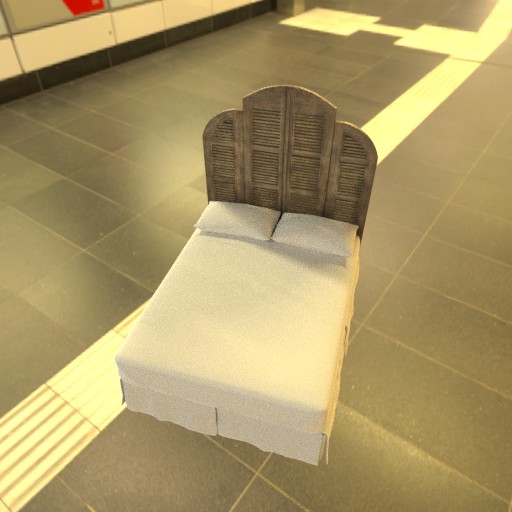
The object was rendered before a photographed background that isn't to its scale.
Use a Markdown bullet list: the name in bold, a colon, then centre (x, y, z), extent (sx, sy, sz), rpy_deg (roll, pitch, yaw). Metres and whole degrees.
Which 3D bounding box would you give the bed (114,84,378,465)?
- **bed**: centre (0.000, 0.000, 3.564), extent (1.713, 2.019, 2.138), rpy_deg (11, 42, 12)
